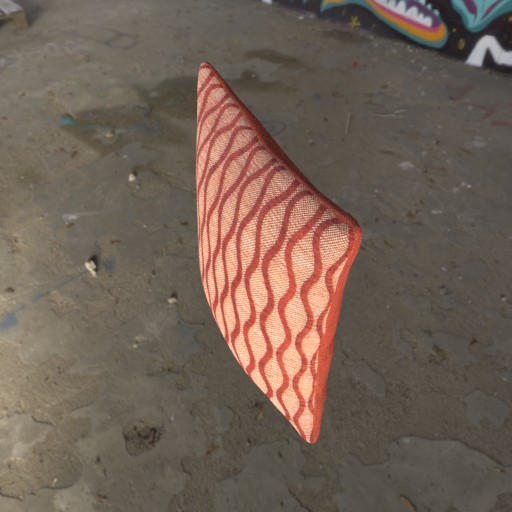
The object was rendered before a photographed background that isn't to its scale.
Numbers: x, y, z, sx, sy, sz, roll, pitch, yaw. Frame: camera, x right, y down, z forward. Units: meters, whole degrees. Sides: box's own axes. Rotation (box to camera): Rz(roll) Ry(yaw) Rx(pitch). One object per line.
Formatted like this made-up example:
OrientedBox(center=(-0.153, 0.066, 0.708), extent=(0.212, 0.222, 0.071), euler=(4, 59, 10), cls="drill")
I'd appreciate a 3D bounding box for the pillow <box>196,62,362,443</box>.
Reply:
OrientedBox(center=(0.000, 0.000, 0.671), extent=(0.159, 0.434, 0.429), euler=(-17, 47, -17), cls="pillow")
